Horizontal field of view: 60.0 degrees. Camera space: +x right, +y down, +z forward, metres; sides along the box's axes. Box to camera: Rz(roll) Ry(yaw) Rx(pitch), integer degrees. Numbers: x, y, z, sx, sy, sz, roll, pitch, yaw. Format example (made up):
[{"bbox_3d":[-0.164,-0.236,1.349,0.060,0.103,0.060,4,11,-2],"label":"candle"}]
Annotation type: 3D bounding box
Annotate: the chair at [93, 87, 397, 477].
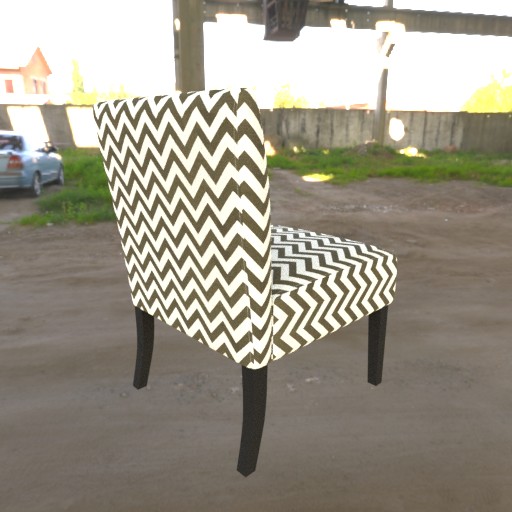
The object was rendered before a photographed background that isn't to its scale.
[{"bbox_3d":[0.000,0.000,1.269,0.648,0.838,0.589,-15,21,-41],"label":"chair"}]
